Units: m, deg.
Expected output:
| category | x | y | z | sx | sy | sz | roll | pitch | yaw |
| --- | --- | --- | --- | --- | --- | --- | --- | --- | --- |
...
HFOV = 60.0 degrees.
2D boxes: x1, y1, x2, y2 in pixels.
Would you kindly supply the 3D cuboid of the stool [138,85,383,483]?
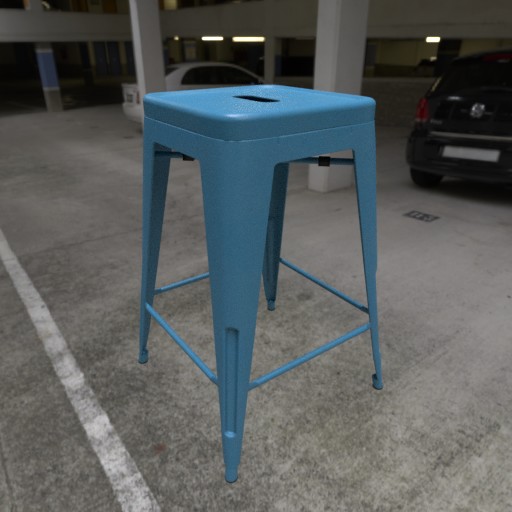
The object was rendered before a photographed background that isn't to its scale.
| category | x | y | z | sx | sy | sz | roll | pitch | yaw |
| --- | --- | --- | --- | --- | --- | --- | --- | --- | --- |
| stool | 0.000 | 0.000 | 0.888 | 0.410 | 0.608 | 0.410 | -18 | 31 | -32 |
